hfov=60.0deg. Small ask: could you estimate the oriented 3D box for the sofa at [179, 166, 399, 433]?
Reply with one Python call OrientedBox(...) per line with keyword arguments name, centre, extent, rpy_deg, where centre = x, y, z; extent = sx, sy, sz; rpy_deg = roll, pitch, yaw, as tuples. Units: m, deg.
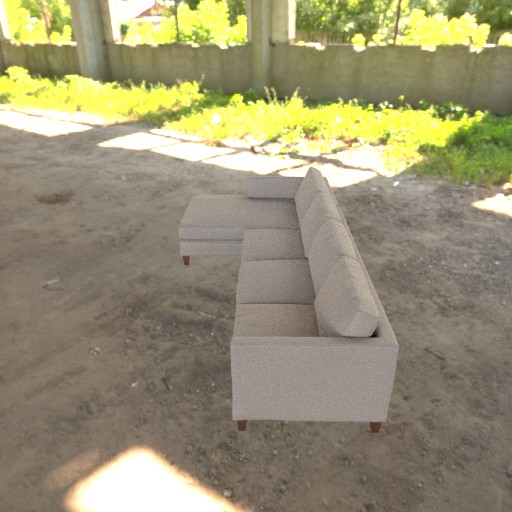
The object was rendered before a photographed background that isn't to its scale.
OrientedBox(name="sofa", centre=(0.000, 0.000, 3.939), extent=(1.625, 0.846, 3.186), rpy_deg=(0, 27, 1))
